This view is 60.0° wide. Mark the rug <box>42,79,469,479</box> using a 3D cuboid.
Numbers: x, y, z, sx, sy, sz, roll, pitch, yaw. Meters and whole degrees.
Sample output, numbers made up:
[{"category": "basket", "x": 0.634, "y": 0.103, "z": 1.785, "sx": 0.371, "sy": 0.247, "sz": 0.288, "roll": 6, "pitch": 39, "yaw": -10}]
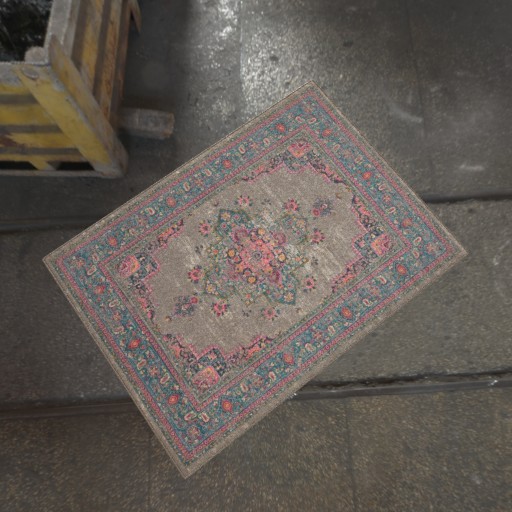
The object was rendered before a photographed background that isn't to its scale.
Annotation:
[{"category": "rug", "x": 0.000, "y": 0.000, "z": 2.831, "sx": 2.214, "sy": 0.013, "sz": 1.609, "roll": -36, "pitch": 78, "yaw": -9}]
